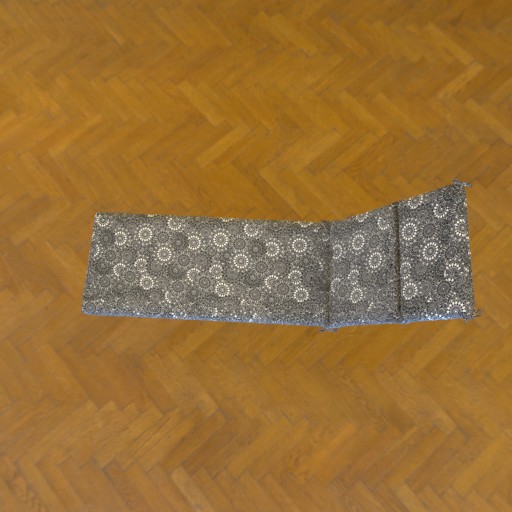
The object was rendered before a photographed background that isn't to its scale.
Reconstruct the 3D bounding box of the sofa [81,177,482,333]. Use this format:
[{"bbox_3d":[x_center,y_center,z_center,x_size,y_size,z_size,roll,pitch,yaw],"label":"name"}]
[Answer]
[{"bbox_3d":[0.000,0.000,1.937,1.663,0.622,0.582,3,75,1],"label":"sofa"}]
